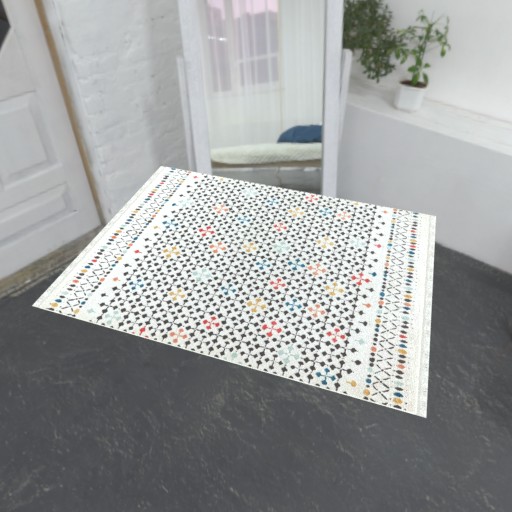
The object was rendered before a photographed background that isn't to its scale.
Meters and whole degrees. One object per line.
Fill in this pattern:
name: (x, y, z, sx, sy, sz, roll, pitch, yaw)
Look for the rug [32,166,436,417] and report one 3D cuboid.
rug: (0.000, 0.000, 4.188, 3.196, 0.007, 2.354, 13, 44, 13)
